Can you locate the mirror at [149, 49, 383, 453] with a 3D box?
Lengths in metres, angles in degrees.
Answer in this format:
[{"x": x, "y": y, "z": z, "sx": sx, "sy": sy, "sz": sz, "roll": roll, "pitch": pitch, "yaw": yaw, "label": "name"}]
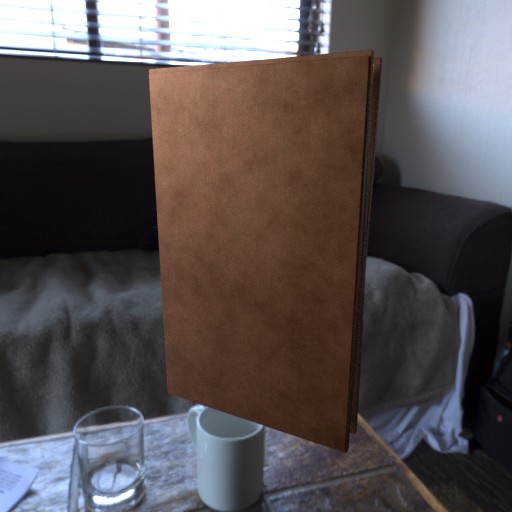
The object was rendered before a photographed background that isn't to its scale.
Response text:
[{"x": 0.000, "y": 0.000, "z": 0.955, "sx": 0.468, "sy": 0.768, "sz": 0.082, "roll": 8, "pitch": 17, "yaw": 27, "label": "mirror"}]
